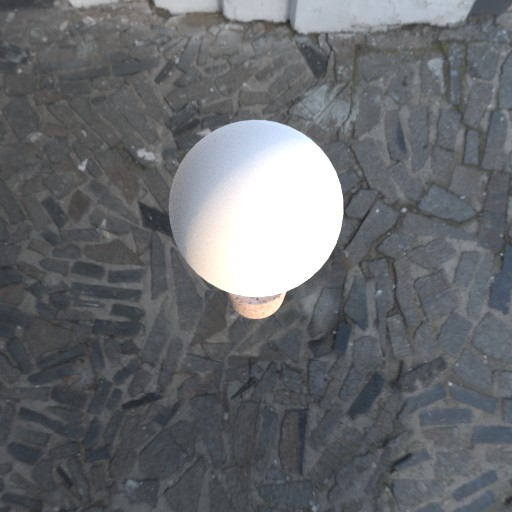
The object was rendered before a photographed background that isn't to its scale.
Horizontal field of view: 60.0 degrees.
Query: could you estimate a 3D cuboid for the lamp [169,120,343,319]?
[{"bbox_3d":[0.000,0.000,0.554,0.153,0.480,0.153,0,75,0],"label":"lamp"}]
